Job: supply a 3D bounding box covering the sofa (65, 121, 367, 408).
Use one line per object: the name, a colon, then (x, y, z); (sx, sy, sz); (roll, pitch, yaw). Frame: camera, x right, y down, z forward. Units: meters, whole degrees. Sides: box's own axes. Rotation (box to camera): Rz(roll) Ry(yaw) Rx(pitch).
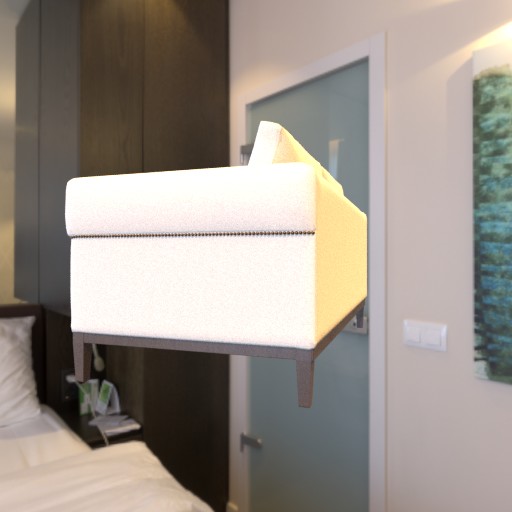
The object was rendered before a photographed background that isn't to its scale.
sofa: (0.000, 0.000, 2.135); (0.905, 0.873, 1.598); (0, 0, 19)
